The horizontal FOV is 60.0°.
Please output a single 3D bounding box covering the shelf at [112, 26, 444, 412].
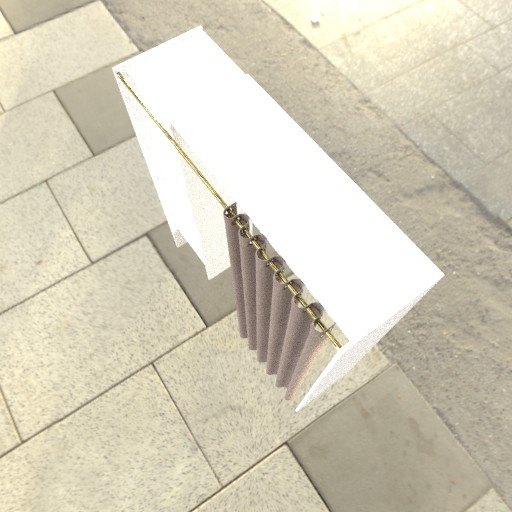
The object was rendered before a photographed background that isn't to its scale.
[{"bbox_3d":[0.000,0.000,2.611,0.500,1.820,1.600,-33,69,-14],"label":"shelf"}]
